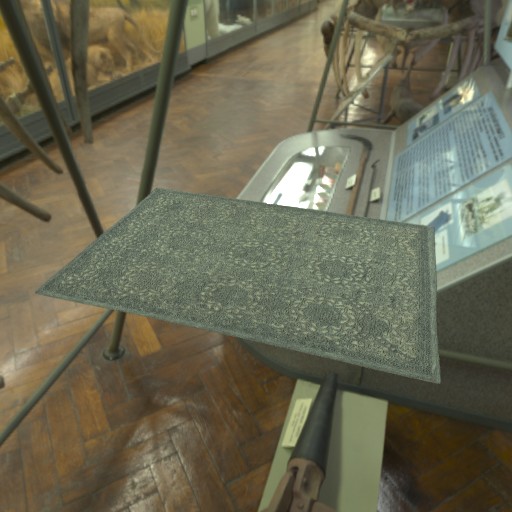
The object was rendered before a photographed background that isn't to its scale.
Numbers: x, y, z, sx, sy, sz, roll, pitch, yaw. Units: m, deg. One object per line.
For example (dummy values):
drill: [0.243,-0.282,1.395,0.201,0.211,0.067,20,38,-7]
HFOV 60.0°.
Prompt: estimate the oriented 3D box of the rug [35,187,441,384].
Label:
rug: [0.000,0.000,2.360,1.830,0.016,1.224,10,35,14]
